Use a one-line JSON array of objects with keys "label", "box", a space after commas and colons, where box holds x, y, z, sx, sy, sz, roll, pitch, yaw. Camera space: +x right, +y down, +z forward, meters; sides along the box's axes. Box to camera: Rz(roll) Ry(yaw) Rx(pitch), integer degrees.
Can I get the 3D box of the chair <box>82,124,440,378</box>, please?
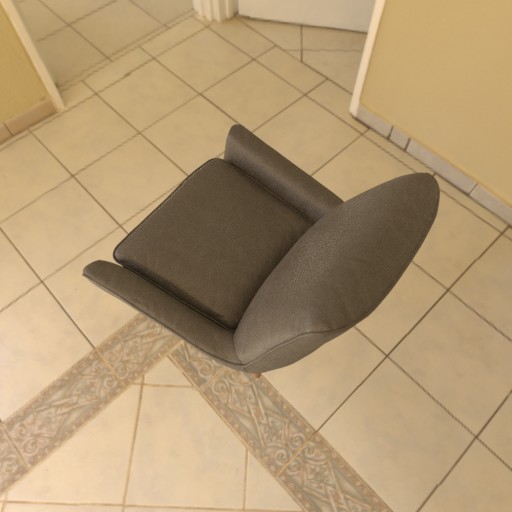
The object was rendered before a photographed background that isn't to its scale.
[{"label": "chair", "box": [0.000, 0.000, 1.441, 0.822, 0.888, 0.787, 34, 67, 16]}]
